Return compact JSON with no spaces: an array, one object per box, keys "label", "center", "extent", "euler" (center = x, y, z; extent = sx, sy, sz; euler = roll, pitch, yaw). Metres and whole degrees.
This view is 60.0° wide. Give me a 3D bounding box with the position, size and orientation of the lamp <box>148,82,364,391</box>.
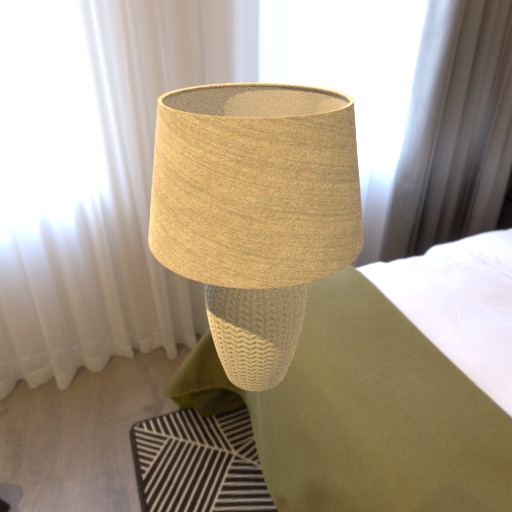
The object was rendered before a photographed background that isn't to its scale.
[{"label":"lamp","center":[0.000,0.000,0.846],"extent":[0.390,0.580,0.390],"euler":[0,29,0]}]
